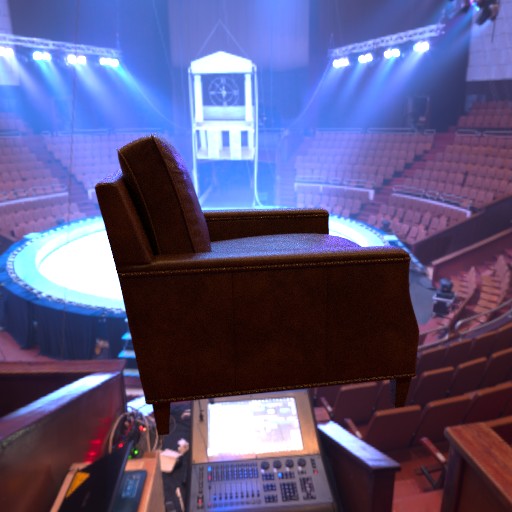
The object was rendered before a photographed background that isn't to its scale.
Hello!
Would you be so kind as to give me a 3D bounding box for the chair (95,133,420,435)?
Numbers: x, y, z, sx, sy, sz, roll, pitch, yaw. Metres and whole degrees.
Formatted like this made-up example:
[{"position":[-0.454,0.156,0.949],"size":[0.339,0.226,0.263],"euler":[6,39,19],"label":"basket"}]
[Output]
[{"position":[0.000,0.000,1.732],"size":[1.014,0.929,0.853],"euler":[-3,16,-10],"label":"chair"}]
